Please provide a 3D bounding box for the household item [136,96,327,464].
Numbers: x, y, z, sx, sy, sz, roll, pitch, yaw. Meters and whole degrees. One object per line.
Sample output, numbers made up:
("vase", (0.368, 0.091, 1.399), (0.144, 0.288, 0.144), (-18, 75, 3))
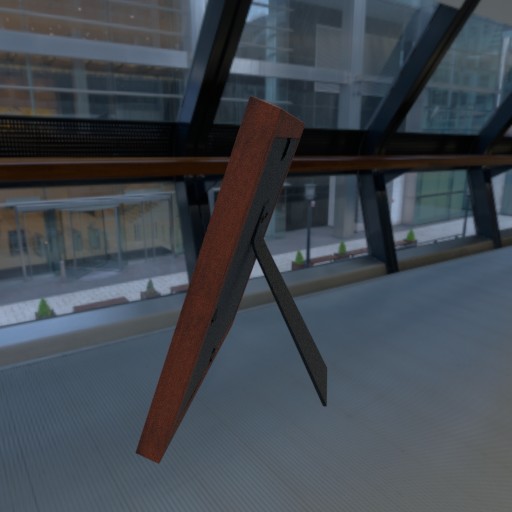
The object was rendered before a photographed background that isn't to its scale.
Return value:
("household item", (0.000, 0.000, 0.383), (0.131, 0.240, 0.240), (2, 15, 9))
